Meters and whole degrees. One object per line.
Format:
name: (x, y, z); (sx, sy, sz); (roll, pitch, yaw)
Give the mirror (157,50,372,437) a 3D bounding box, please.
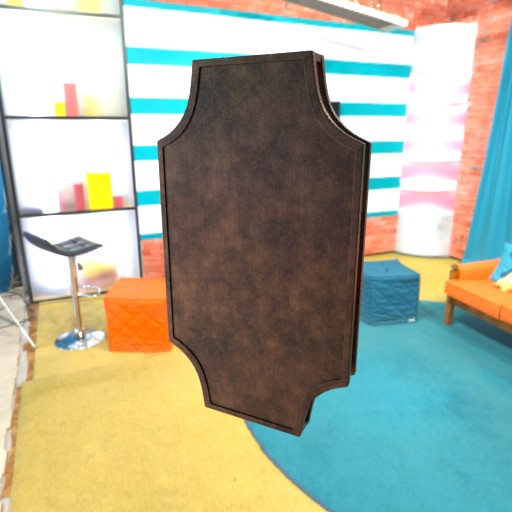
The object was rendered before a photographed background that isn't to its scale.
mirror: (0.000, 0.000, 0.983); (0.462, 0.811, 0.066); (8, 18, 26)
